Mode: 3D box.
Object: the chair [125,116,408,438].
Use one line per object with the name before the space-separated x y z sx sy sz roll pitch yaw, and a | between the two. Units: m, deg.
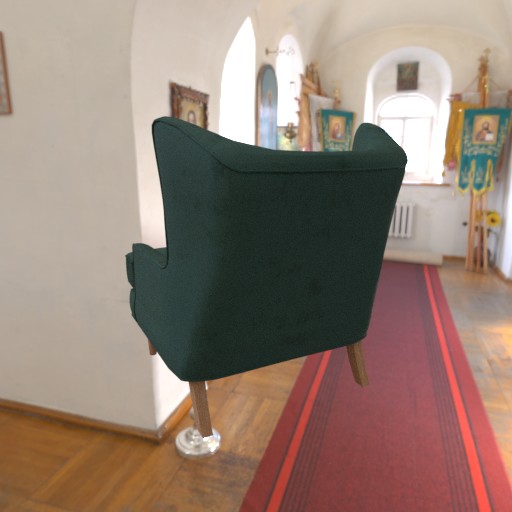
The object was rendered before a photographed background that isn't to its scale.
chair | 0.000 0.000 1.639 0.793 0.952 0.910 -7 16 -27
